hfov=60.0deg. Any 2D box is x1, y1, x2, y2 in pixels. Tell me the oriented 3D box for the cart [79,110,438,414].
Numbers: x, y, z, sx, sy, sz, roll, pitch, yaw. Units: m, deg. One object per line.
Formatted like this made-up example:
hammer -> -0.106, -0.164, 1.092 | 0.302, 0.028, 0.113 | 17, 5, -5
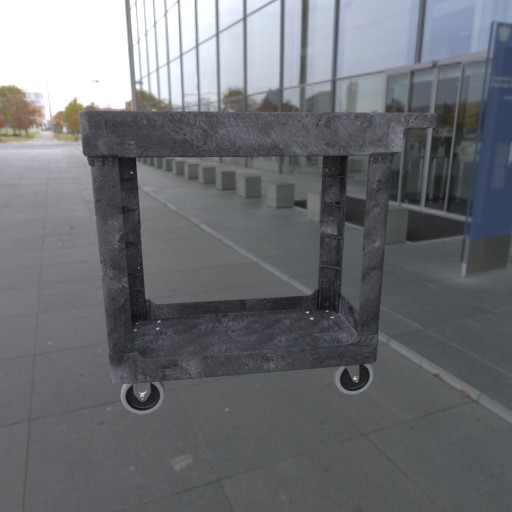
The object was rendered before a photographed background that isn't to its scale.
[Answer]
cart -> 0.000, 0.000, 1.358 | 0.877, 0.824, 0.420 | -2, 16, -9
